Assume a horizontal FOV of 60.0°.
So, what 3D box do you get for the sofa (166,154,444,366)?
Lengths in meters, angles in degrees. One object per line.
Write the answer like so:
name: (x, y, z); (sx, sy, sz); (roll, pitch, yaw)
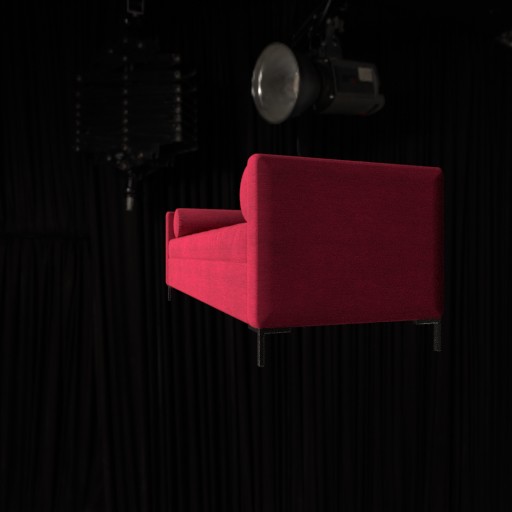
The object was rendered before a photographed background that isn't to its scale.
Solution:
sofa: (0.000, 0.000, 2.326); (0.686, 0.635, 1.981); (0, 0, -19)
